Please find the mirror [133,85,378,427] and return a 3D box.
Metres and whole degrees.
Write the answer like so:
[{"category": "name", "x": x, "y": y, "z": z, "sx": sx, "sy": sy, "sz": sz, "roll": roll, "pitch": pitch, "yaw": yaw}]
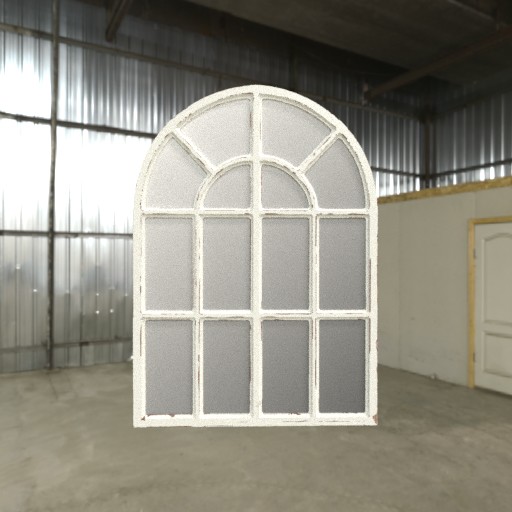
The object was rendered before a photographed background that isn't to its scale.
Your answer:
[{"category": "mirror", "x": 0.000, "y": 0.000, "z": 1.210, "sx": 0.660, "sy": 0.920, "sz": 0.032, "roll": 0, "pitch": 0, "yaw": -1}]
